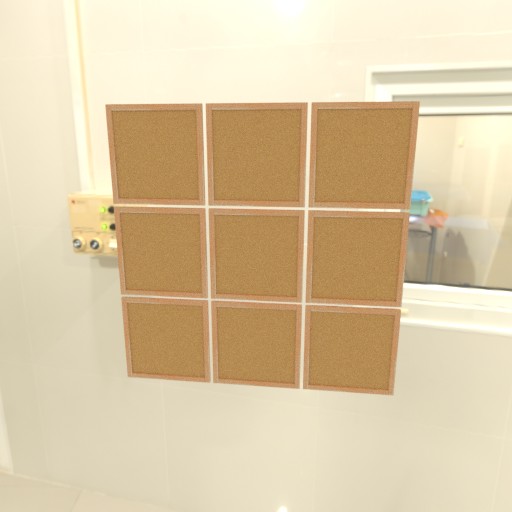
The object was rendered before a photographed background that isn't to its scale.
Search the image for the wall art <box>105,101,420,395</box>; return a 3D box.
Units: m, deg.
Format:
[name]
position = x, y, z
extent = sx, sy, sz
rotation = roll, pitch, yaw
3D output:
[wall art]
position = 0.000, 0.000, 1.864
extent = 1.216, 1.220, 0.013
rotation = 2, 15, 7
